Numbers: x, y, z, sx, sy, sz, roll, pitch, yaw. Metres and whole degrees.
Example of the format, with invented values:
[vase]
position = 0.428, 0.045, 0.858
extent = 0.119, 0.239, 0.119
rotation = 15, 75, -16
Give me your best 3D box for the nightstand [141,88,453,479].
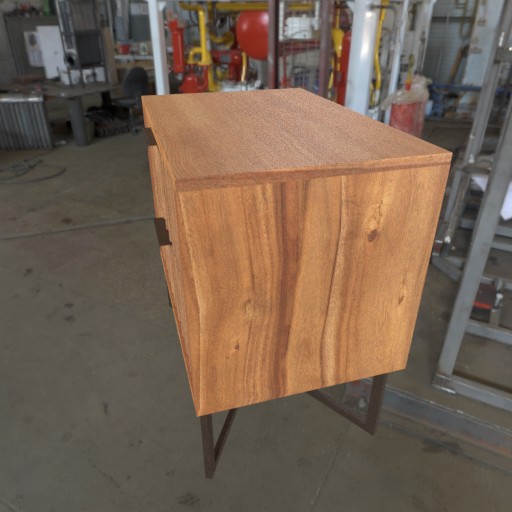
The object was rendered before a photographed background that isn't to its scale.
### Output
[nightstand]
position = 0.000, 0.000, 1.009
extent = 0.427, 0.615, 0.613
rotation = -8, 31, -14
